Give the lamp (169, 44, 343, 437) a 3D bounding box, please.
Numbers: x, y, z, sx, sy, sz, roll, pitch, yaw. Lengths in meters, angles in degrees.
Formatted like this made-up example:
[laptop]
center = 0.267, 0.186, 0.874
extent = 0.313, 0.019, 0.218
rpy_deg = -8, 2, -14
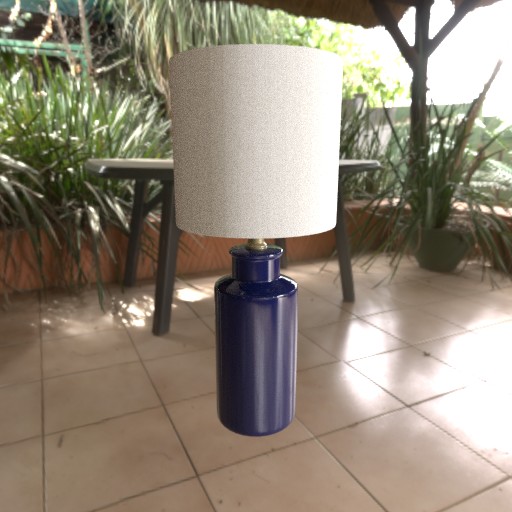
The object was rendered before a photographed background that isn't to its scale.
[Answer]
[lamp]
center = 0.000, 0.000, 0.608
extent = 0.212, 0.493, 0.212
rpy_deg = -7, 16, -26
